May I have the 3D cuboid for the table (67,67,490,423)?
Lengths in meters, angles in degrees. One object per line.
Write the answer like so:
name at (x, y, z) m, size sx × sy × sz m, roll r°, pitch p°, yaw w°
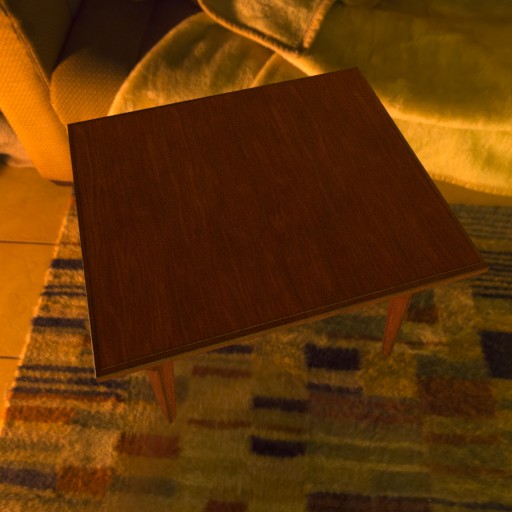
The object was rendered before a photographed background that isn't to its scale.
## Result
table at (0.000, 0.000, 1.580) m, size 0.991 × 0.761 × 0.838 m, roll -14°, pitch 60°, yaw -8°
